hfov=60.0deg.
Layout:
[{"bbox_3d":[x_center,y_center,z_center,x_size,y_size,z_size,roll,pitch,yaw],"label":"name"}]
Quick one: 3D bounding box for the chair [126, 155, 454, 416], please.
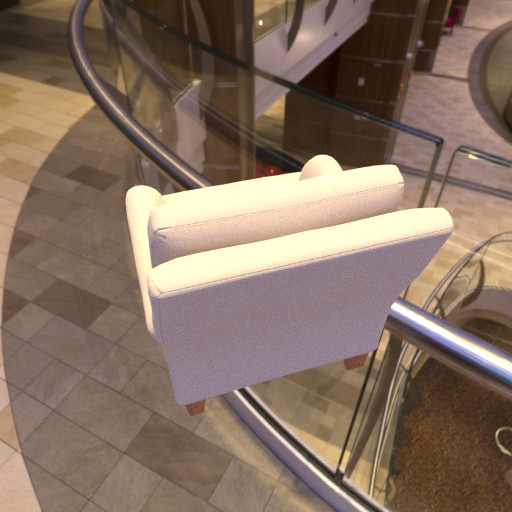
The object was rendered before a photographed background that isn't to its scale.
[{"bbox_3d":[0.000,0.000,1.846,0.955,1.038,1.070,-12,44,-13],"label":"chair"}]
